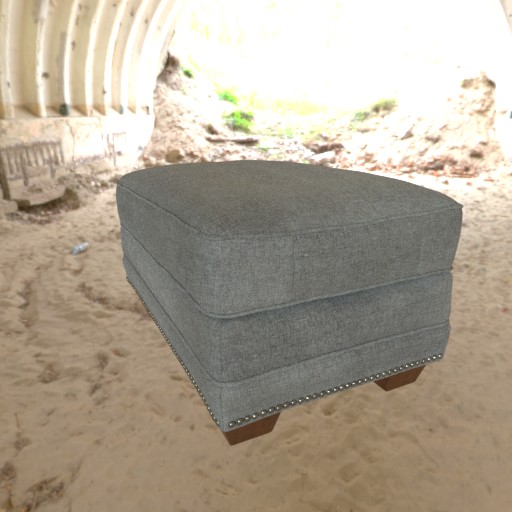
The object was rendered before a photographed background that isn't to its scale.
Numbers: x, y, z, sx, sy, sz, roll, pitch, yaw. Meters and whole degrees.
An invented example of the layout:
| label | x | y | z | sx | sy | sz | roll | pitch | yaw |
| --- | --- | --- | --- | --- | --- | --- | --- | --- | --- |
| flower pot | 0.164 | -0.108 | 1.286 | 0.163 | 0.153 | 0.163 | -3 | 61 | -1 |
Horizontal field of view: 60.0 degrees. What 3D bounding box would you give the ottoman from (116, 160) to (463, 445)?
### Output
| label | x | y | z | sx | sy | sz | roll | pitch | yaw |
| --- | --- | --- | --- | --- | --- | --- | --- | --- | --- |
| ottoman | 0.000 | 0.000 | 1.131 | 0.561 | 0.457 | 0.813 | -9 | 20 | -25 |
